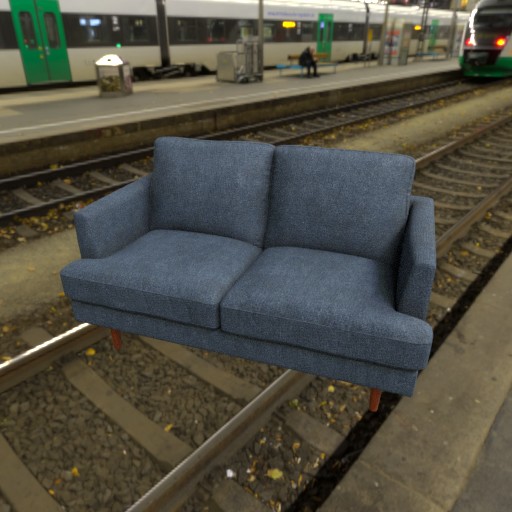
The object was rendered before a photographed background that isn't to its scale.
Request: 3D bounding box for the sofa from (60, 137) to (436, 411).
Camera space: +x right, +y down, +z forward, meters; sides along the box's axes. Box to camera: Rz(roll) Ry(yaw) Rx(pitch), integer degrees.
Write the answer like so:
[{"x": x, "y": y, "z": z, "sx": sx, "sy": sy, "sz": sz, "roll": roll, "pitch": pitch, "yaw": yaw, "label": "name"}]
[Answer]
[{"x": 0.000, "y": 0.000, "z": 2.111, "sx": 1.582, "sy": 0.944, "sz": 0.903, "roll": 9, "pitch": 28, "yaw": 17, "label": "sofa"}]
